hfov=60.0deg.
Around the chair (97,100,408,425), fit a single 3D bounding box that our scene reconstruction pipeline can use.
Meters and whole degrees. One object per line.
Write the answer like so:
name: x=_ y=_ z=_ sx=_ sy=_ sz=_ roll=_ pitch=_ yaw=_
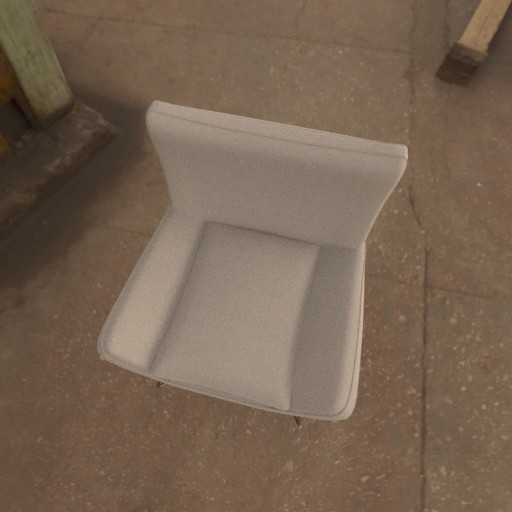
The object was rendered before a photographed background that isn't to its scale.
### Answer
chair: x=0.000 y=0.000 z=1.639 sx=0.859 sy=0.855 sz=1.008 roll=12 pitch=61 yaw=7
